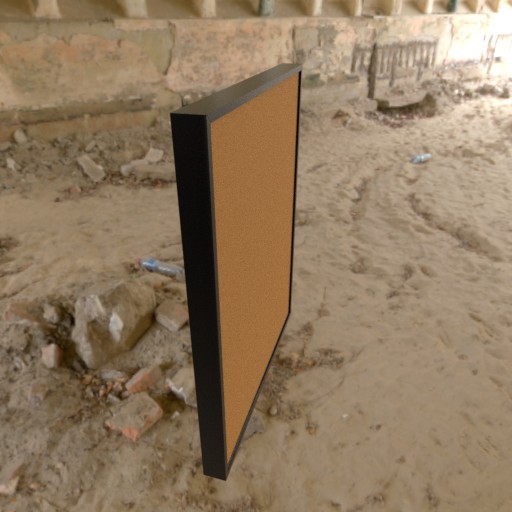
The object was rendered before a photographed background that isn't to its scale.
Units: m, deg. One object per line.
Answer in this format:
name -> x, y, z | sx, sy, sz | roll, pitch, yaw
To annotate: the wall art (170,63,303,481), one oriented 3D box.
wall art -> 0.000, 0.000, 0.745 | 0.039, 0.553, 0.451 | 8, 30, 15
